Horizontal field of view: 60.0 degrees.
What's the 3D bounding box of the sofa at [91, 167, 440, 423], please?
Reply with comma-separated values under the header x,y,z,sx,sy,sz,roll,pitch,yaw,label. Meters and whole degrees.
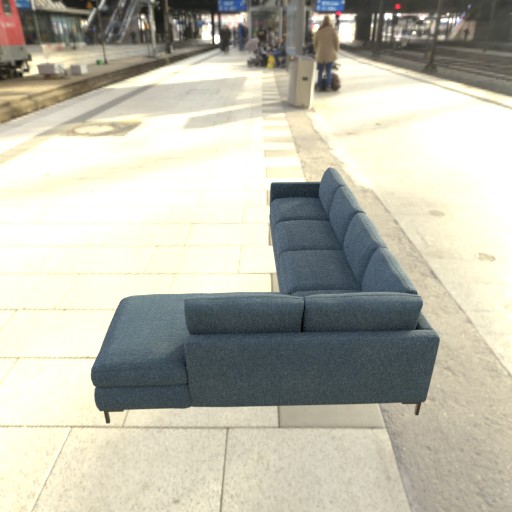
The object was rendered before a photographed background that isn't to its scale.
x,y,z,sx,sy,sz,roll,pitch,yaw,label
0.000,0.000,3.837,2.007,0.815,2.949,-1,27,-1,sofa
